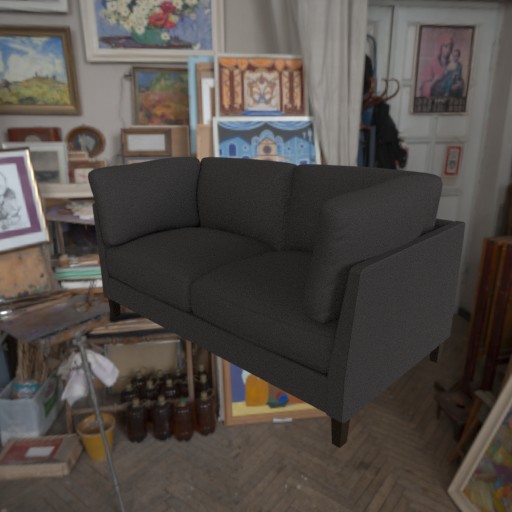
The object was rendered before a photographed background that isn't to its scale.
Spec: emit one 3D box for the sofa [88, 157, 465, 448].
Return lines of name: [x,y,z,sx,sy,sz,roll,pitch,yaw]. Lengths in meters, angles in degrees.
sofa: [0.000,0.000,2.293,1.751,0.920,0.969,15,22,42]
